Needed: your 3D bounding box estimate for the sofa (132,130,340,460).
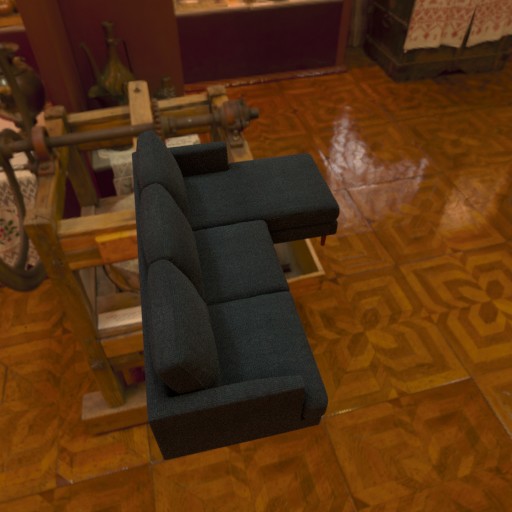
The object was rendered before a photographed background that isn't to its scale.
[{"bbox_3d":[0.000,0.000,3.007,1.504,0.956,2.233,-9,47,-9],"label":"sofa"}]
